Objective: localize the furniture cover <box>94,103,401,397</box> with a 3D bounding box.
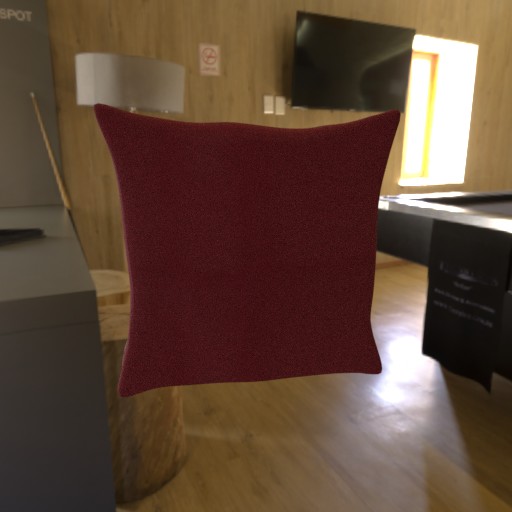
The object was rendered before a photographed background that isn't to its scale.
[{"bbox_3d":[0.000,0.000,0.796,0.514,0.513,0.163,-2,14,-10],"label":"furniture cover"}]
